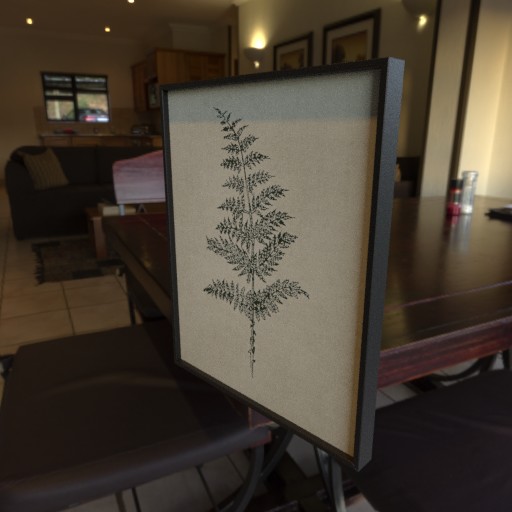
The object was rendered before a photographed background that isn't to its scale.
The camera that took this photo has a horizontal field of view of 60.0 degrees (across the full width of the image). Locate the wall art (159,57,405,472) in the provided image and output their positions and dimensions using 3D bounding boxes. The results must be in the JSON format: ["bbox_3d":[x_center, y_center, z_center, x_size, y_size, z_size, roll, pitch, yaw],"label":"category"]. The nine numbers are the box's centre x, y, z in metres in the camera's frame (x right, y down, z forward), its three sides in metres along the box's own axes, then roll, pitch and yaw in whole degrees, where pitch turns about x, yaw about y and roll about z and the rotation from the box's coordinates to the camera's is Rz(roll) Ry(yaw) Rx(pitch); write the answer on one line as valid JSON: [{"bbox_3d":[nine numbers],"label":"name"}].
[{"bbox_3d":[0.000,0.000,0.731,0.449,0.555,0.039,15,21,42],"label":"wall art"}]
